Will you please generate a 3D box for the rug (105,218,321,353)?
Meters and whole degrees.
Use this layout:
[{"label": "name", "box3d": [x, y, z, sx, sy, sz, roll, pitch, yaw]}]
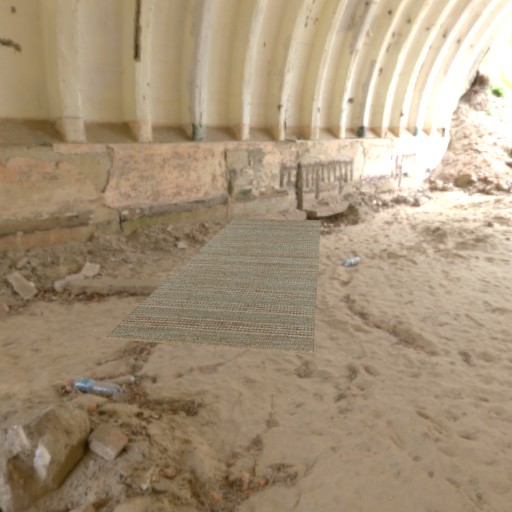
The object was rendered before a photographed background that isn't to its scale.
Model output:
[{"label": "rug", "box3d": [0.000, 0.000, 2.763, 0.783, 0.006, 2.438, 2, 16, 8]}]
